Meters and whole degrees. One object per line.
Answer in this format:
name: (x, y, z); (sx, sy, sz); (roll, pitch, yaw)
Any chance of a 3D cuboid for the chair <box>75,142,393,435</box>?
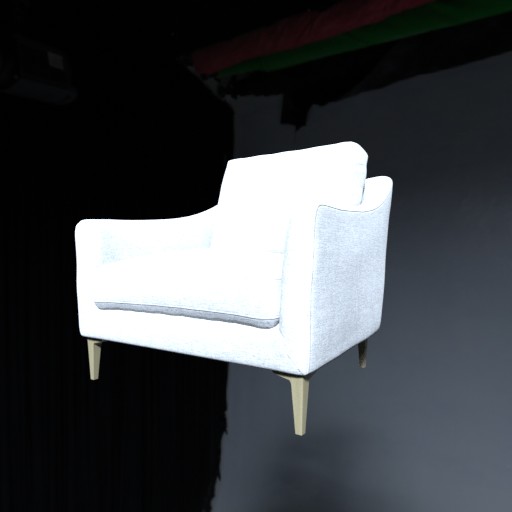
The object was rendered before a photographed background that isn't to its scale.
chair: (0.000, 0.000, 1.723); (0.986, 0.902, 0.961); (0, 1, 35)
